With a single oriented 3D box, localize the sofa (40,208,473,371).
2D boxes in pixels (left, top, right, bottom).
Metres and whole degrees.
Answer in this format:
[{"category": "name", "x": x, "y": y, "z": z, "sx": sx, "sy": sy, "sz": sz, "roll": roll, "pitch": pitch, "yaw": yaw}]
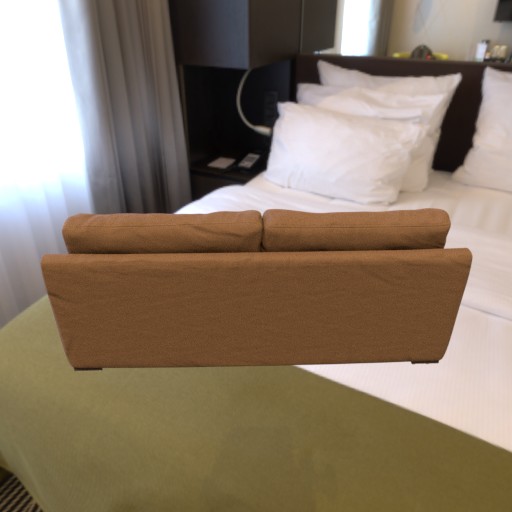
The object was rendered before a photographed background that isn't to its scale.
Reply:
[{"category": "sofa", "x": 0.000, "y": 0.000, "z": 2.903, "sx": 2.274, "sy": 0.950, "sz": 1.140, "roll": -1, "pitch": 30, "yaw": -1}]
